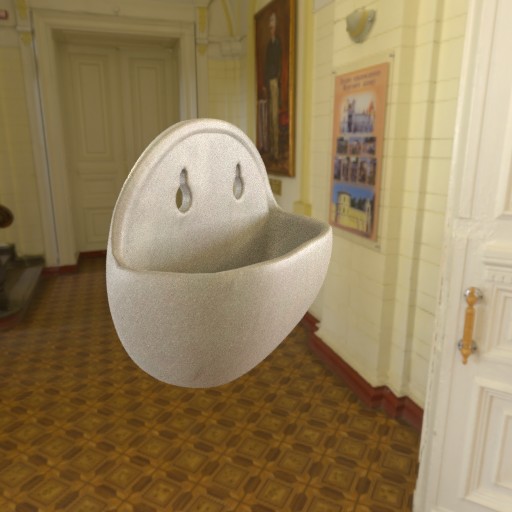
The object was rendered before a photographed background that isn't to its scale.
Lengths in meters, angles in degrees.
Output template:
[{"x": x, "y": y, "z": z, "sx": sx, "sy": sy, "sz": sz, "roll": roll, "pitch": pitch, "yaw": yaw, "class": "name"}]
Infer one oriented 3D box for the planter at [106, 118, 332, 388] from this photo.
[{"x": 0.000, "y": 0.000, "z": 0.274, "sx": 0.073, "sy": 0.164, "sz": 0.190, "roll": 7, "pitch": 16, "yaw": 26, "class": "planter"}]
